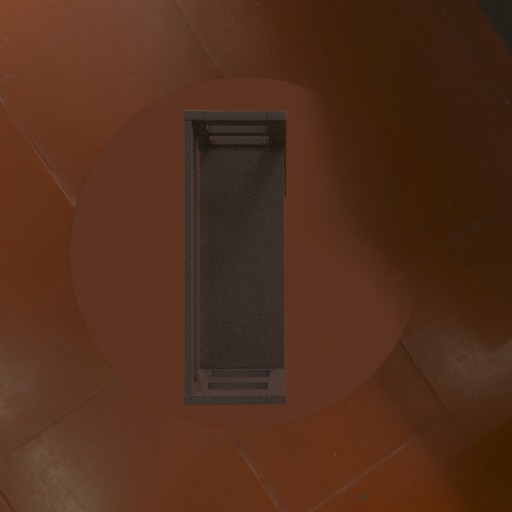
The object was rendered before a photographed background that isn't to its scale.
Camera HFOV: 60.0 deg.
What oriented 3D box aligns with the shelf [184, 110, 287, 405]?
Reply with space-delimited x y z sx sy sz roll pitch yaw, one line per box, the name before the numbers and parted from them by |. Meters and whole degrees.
shelf | 0.000 0.000 1.946 0.403 1.600 0.763 0 90 -1
